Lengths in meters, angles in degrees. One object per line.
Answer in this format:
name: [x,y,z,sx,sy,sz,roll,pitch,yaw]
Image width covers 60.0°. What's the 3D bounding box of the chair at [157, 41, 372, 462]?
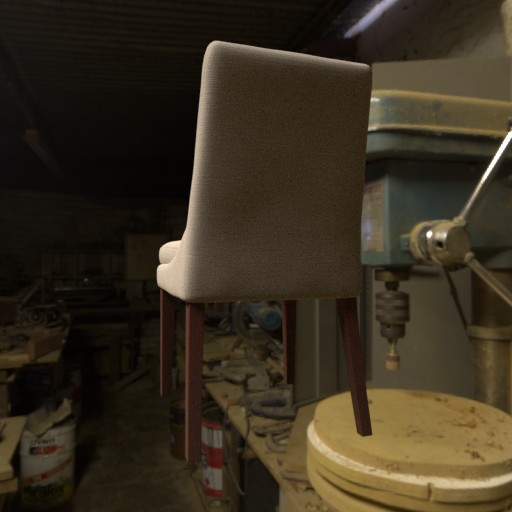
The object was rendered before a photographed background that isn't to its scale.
chair: [0.000,0.000,1.295,0.515,0.940,0.638,0,0,-18]
